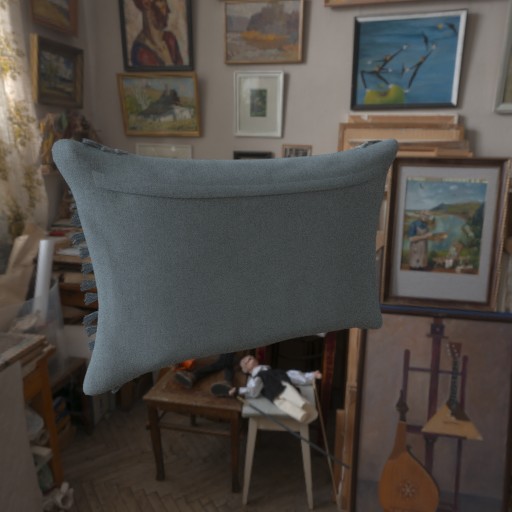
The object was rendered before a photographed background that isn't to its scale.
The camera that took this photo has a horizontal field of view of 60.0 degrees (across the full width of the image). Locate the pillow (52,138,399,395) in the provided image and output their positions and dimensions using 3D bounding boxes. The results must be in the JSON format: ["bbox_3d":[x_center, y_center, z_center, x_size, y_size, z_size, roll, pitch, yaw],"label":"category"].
[{"bbox_3d":[0.000,0.000,0.590,0.466,0.305,0.084,-8,17,-25],"label":"pillow"}]
